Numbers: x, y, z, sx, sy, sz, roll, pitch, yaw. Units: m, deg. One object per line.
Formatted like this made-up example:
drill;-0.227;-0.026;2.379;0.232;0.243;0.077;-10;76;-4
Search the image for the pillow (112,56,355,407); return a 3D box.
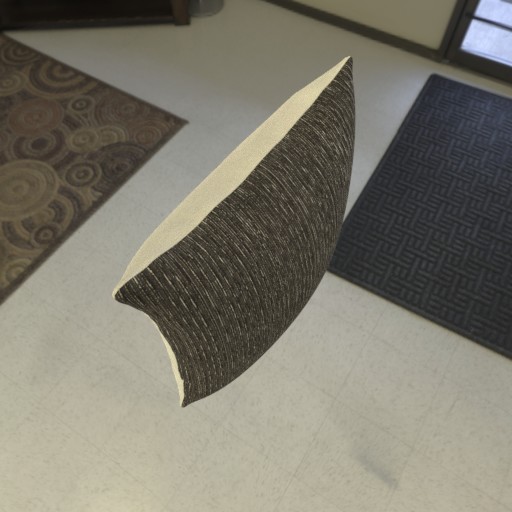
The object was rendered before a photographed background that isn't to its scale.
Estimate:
pillow;0.000;0.000;0.670;0.196;0.434;0.433;32;64;18
